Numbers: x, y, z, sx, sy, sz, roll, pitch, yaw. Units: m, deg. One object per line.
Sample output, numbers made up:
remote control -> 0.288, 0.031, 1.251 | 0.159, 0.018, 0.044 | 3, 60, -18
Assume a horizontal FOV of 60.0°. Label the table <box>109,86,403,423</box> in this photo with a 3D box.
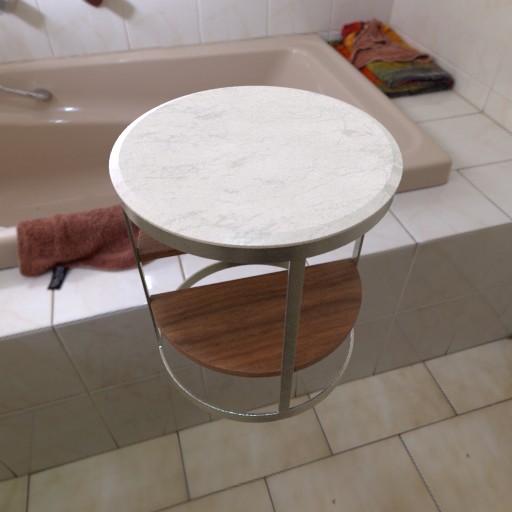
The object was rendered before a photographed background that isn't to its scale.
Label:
table -> 0.000, 0.000, 0.783 | 0.407, 0.447, 0.407 | 0, 45, 0
